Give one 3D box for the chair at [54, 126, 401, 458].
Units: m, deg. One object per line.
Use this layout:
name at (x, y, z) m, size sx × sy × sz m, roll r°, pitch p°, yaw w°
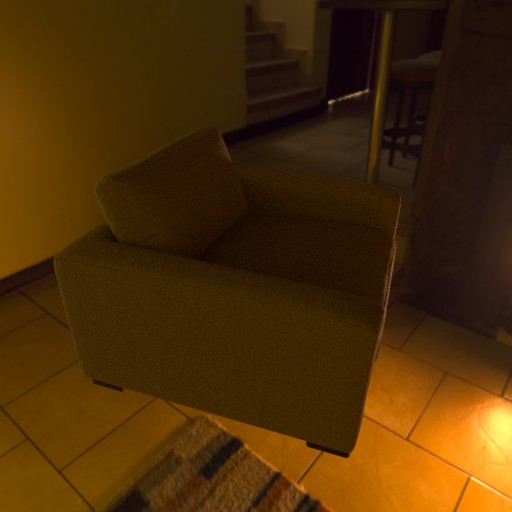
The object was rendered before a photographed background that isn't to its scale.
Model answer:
chair at (0.000, 0.000, 1.855) m, size 1.100 × 0.847 × 1.070 m, roll 10°, pitch 31°, yaw 17°
